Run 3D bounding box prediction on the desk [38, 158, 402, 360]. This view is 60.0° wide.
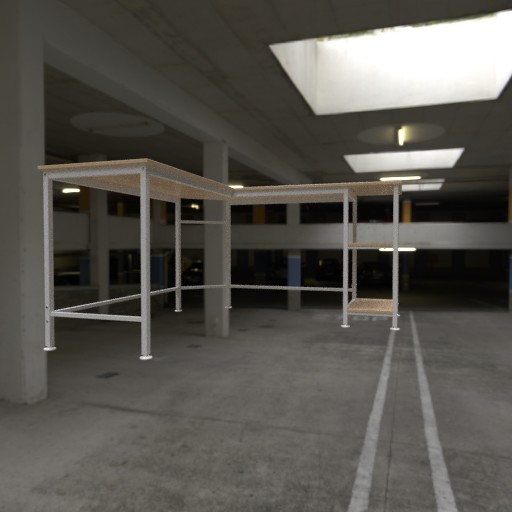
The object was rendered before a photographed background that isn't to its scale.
[{"bbox_3d":[0.000,0.000,2.215,1.379,0.739,1.379,0,2,18],"label":"desk"}]
